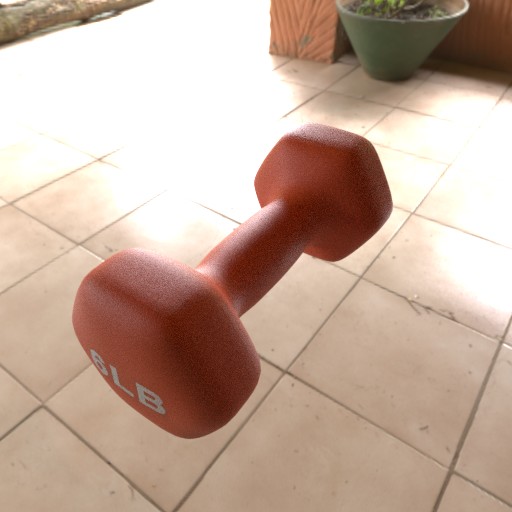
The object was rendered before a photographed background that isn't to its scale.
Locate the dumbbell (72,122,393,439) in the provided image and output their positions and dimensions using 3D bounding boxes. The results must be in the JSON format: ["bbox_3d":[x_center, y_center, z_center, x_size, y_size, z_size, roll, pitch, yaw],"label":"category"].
[{"bbox_3d":[0.000,0.000,0.204,0.079,0.071,0.162,25,47,26],"label":"dumbbell"}]
